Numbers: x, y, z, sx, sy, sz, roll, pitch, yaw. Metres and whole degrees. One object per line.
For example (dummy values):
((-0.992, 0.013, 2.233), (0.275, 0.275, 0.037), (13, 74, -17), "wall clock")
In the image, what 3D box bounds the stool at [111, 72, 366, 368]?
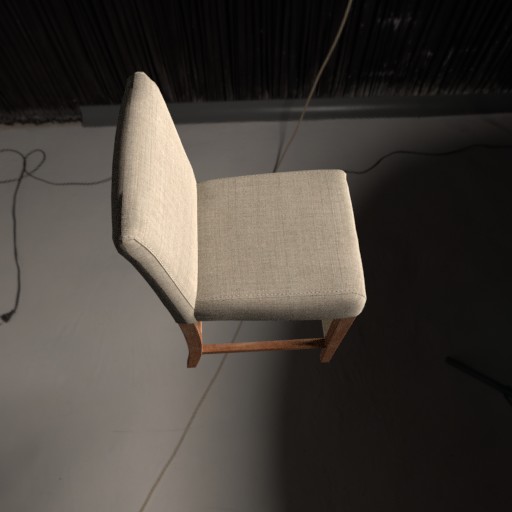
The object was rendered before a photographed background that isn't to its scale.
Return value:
((0.000, 0.000, 1.337), (0.567, 1.039, 0.454), (-3, 63, -2), "stool")
